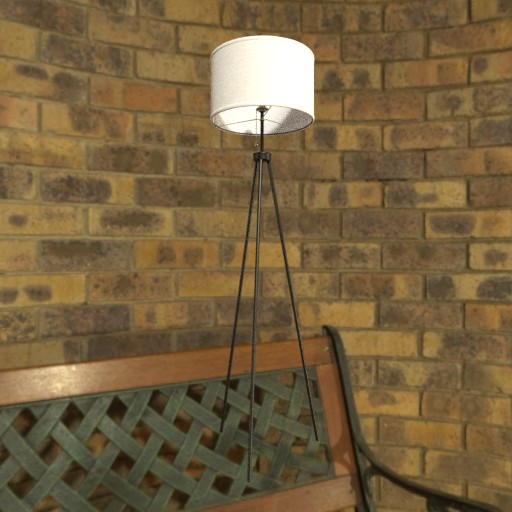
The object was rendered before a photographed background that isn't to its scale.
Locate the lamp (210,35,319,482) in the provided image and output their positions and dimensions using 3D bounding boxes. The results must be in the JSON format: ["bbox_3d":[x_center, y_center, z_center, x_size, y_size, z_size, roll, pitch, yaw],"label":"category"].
[{"bbox_3d":[0.000,0.000,1.766,0.458,1.545,0.448,0,1,36],"label":"lamp"}]
